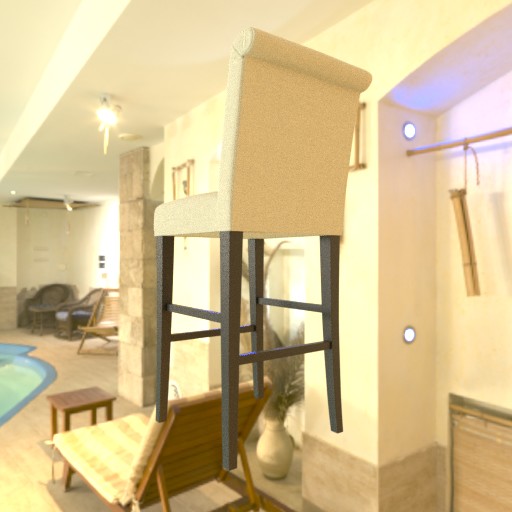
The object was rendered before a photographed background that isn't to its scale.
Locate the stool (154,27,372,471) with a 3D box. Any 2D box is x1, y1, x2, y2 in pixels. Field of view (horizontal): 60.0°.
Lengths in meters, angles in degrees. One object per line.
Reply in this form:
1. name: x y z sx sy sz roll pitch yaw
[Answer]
1. stool: 0.000 0.000 1.427 0.452 1.124 0.597 0 0 -37
